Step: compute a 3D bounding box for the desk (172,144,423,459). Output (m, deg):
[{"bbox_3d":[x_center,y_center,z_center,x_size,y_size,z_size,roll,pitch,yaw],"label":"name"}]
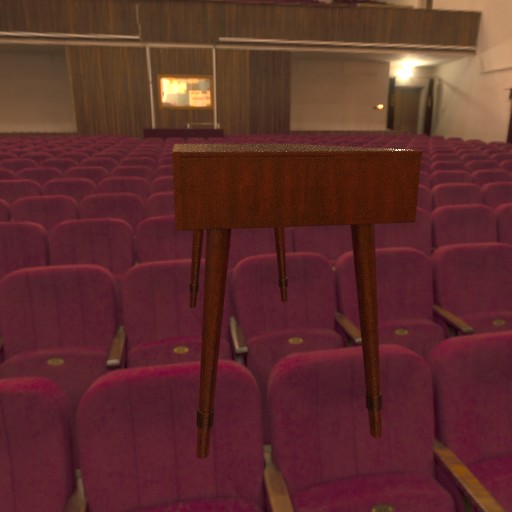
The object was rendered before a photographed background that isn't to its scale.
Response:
[{"bbox_3d":[0.000,0.000,2.141,0.734,1.031,1.577,-3,15,-9],"label":"desk"}]
